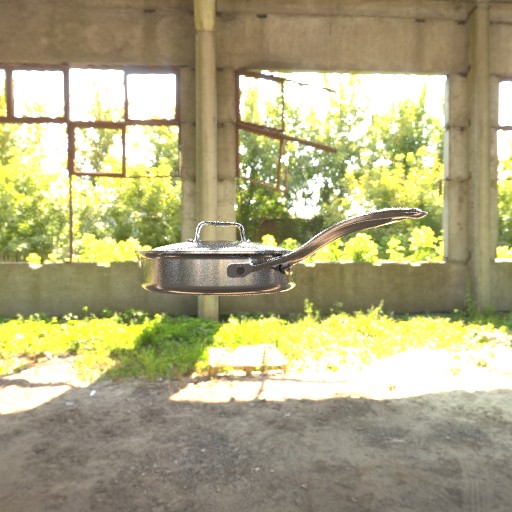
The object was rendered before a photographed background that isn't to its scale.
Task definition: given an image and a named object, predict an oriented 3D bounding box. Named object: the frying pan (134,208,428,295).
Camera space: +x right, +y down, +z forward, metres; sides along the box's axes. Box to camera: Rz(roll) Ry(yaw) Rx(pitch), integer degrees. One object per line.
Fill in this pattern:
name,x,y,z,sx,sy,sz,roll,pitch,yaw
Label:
frying pan,0.000,0.000,0.670,0.280,0.114,0.561,0,1,-37
